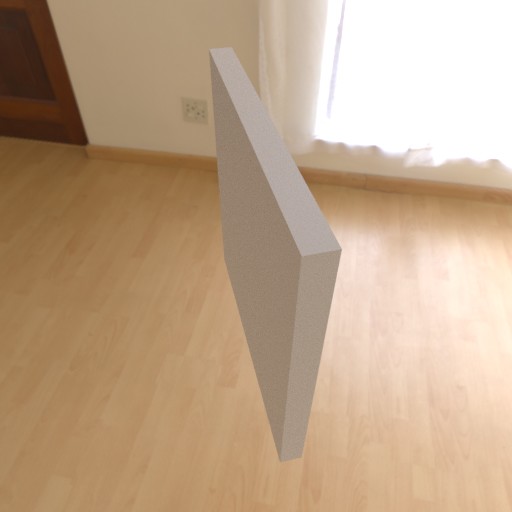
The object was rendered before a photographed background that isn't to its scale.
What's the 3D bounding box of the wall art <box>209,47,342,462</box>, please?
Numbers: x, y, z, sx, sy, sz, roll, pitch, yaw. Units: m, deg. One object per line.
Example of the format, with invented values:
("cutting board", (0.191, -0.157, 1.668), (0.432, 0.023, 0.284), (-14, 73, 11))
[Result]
("wall art", (0.000, 0.000, 0.532), (0.027, 0.355, 0.355), (-10, 46, -10))
